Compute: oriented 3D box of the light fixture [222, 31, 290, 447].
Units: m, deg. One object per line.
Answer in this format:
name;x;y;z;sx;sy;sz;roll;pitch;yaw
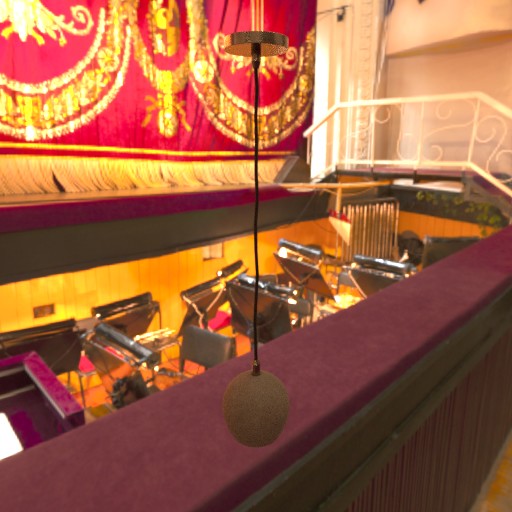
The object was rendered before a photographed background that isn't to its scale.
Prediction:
light fixture;0.000;0.000;0.847;0.139;0.764;0.139;-12;18;-43
